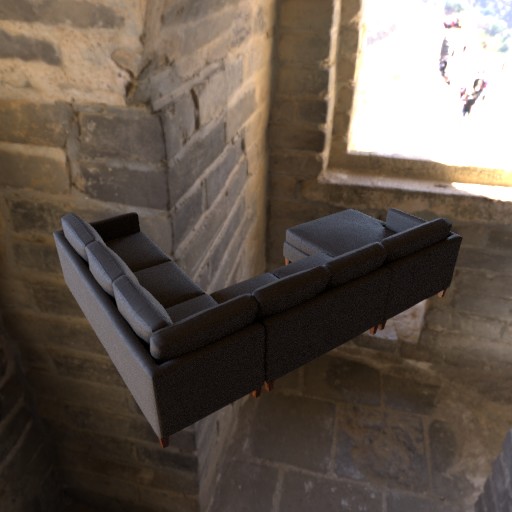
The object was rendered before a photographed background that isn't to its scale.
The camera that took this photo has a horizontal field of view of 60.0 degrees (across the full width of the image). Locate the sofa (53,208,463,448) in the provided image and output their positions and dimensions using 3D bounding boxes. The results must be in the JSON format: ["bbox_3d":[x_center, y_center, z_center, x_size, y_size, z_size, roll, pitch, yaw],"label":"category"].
[{"bbox_3d":[0.000,0.000,4.720,3.460,0.961,2.594,-19,35,-30],"label":"sofa"}]
